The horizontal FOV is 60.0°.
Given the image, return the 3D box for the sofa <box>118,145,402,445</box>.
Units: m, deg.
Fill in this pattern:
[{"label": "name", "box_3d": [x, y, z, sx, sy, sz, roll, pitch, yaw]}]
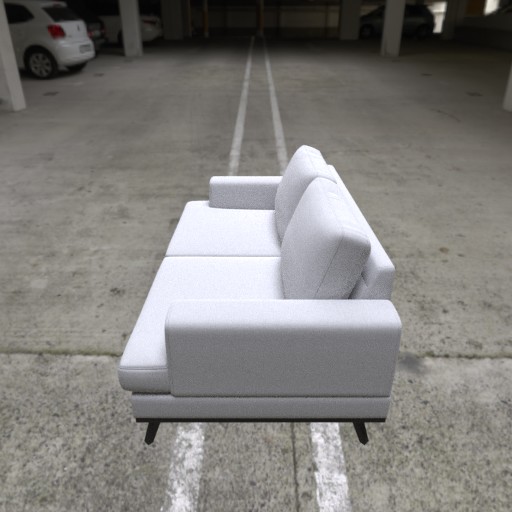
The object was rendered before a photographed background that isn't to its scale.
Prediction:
[{"label": "sofa", "box_3d": [0.000, 0.000, 2.165, 0.920, 0.810, 1.650, 0, 26, 0]}]
